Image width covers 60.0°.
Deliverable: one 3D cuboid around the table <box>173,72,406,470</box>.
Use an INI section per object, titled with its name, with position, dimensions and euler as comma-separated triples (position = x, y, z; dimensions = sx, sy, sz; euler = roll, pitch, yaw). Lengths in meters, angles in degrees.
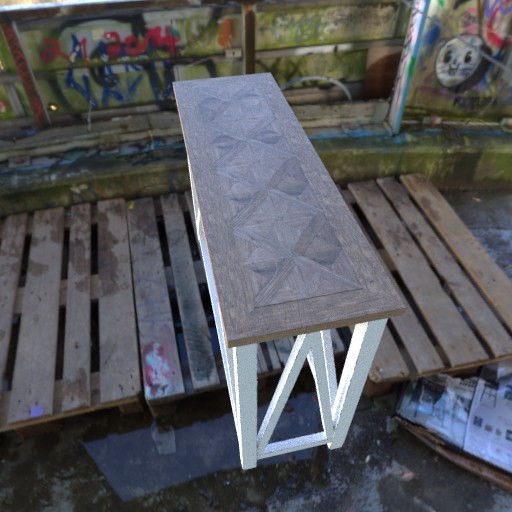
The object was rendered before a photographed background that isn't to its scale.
[table]
position = 0.000, 0.000, 1.871
dimensions = 0.450, 0.930, 1.400
euler = -9, 46, -9
